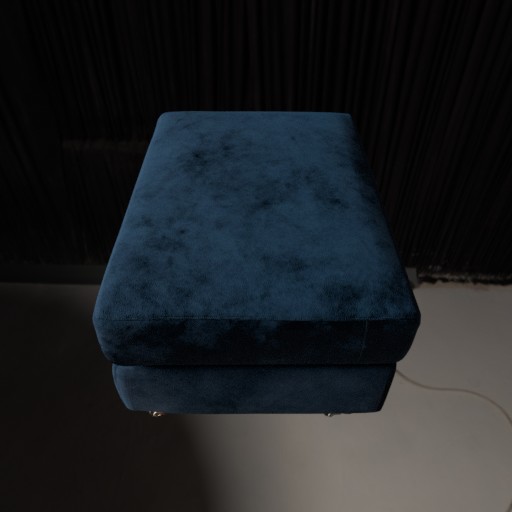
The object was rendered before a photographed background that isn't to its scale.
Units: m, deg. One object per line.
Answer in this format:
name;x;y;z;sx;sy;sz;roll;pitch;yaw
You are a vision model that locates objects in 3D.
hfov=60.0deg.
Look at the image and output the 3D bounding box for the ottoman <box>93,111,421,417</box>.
ottoman;0.000;0.000;1.132;0.572;0.503;0.773;0;44;0
